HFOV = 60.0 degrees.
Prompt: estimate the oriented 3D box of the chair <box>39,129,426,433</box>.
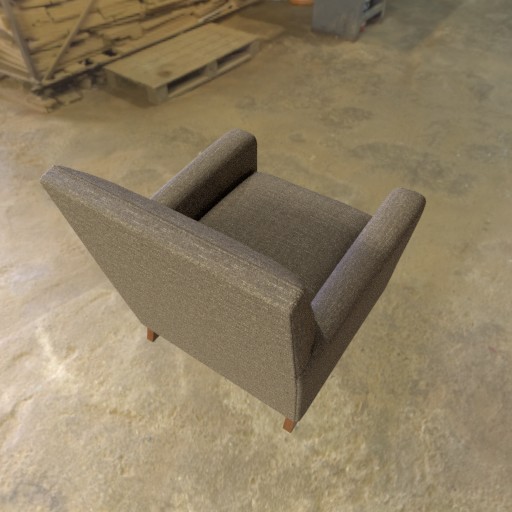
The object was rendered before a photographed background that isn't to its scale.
[{"bbox_3d":[0.000,0.000,1.543,0.838,0.885,0.875,26,51,24],"label":"chair"}]
